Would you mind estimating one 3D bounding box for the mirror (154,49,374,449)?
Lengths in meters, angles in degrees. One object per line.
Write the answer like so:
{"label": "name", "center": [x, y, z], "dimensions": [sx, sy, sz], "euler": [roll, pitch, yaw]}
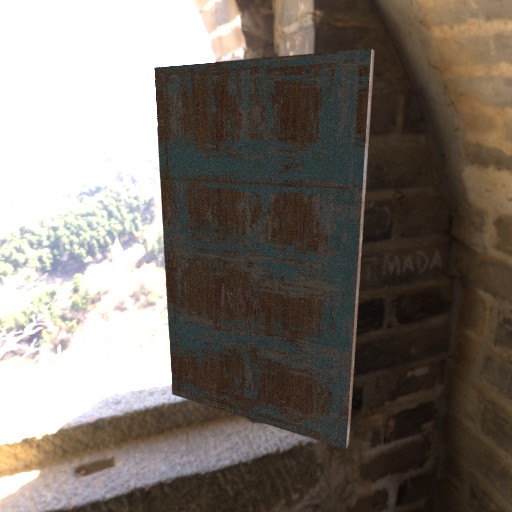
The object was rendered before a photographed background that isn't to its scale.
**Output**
{"label": "mirror", "center": [0.000, 0.000, 1.490], "dimensions": [0.707, 1.213, 0.083], "euler": [8, 17, 26]}
